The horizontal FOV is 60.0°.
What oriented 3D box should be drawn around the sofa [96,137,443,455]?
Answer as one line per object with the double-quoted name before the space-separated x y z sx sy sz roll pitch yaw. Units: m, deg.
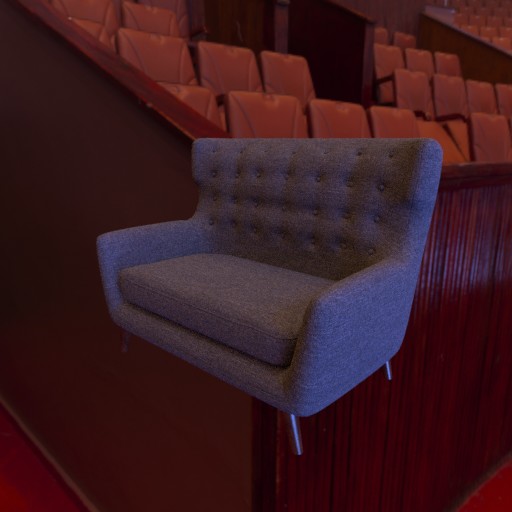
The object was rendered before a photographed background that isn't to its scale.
"sofa" 0.000 0.000 1.995 1.358 1.028 0.874 13 20 41
